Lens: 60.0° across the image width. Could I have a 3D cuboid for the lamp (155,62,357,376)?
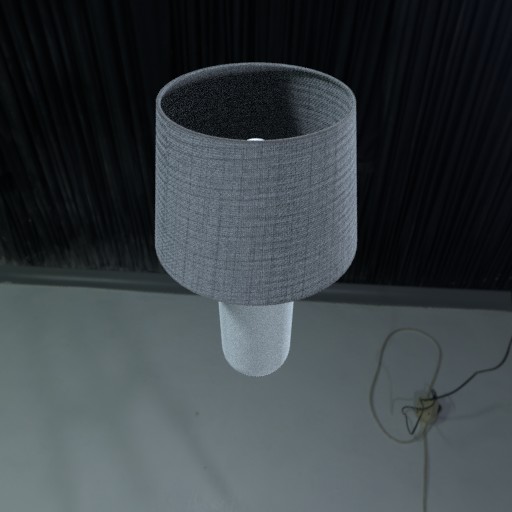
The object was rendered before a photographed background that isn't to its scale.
[{"bbox_3d":[0.000,0.000,0.587,0.251,0.429,0.251,0,41,0],"label":"lamp"}]
